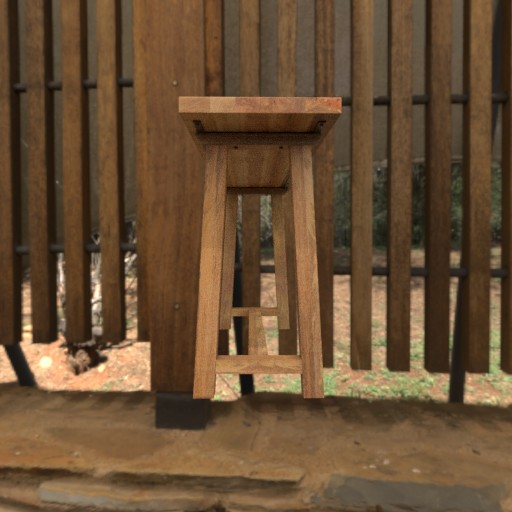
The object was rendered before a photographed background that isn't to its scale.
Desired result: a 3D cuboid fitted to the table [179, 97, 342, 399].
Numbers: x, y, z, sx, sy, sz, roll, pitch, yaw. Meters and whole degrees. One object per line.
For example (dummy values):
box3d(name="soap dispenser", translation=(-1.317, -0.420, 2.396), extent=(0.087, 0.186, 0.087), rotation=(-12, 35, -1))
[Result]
box3d(name="table", translation=(0.000, 0.000, 1.868), extent=(0.405, 0.810, 1.524), rotation=(0, 1, -1))
